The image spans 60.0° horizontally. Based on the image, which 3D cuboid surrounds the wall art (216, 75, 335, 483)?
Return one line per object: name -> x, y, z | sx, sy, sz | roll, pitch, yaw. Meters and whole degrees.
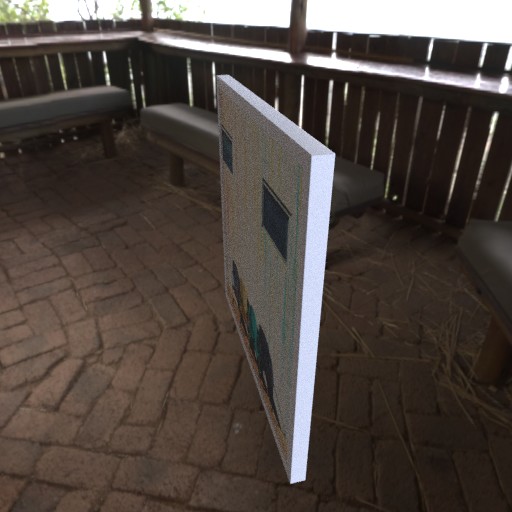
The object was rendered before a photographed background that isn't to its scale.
wall art -> 0.000, 0.000, 1.134 | 0.036, 0.760, 0.760 | -7, 31, -12
